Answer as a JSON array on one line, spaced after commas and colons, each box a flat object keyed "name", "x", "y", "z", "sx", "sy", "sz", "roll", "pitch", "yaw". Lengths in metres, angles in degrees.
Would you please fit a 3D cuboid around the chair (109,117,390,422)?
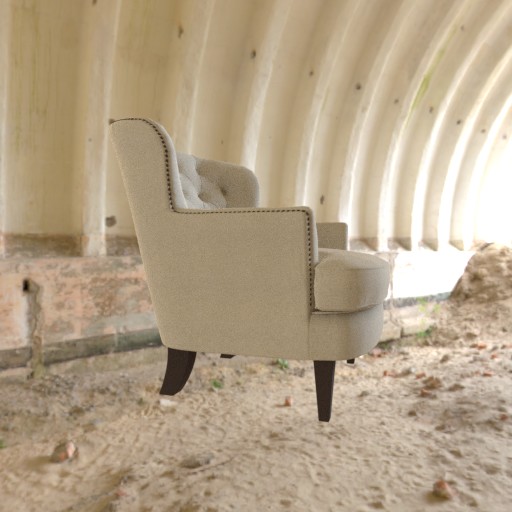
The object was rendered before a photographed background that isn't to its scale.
[{"name": "chair", "x": 0.000, "y": 0.000, "z": 1.570, "sx": 0.906, "sy": 0.868, "sz": 0.848, "roll": 0, "pitch": 1, "yaw": 18}]
